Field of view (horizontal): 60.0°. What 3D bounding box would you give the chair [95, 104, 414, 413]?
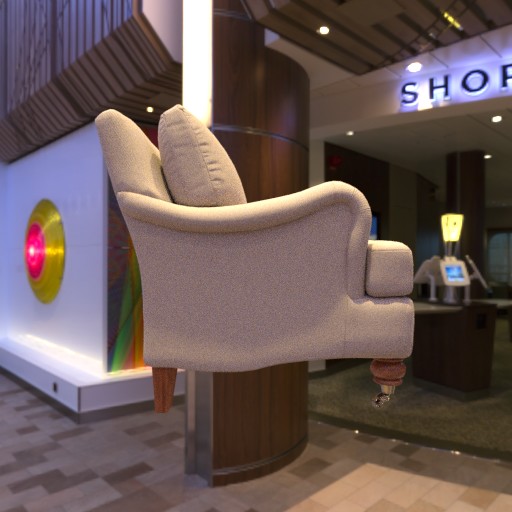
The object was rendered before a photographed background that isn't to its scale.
[{"bbox_3d":[0.000,0.000,1.877,1.070,1.038,0.955,0,0,0],"label":"chair"}]
